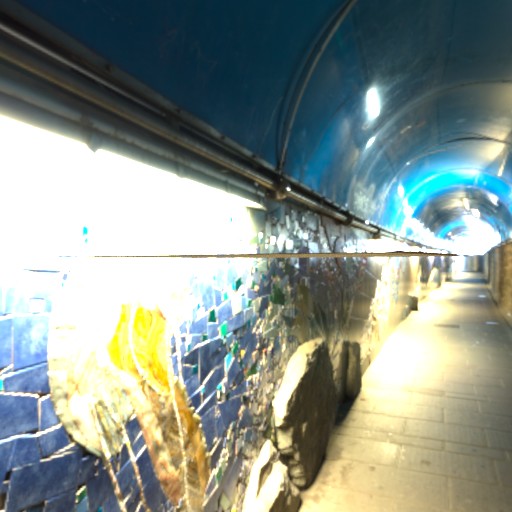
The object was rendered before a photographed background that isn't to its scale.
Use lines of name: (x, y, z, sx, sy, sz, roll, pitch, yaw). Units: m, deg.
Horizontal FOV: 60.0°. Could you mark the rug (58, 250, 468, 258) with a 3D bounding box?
rug: (0.000, 0.000, 2.577, 2.096, 0.011, 1.229, -1, -1, 35)
